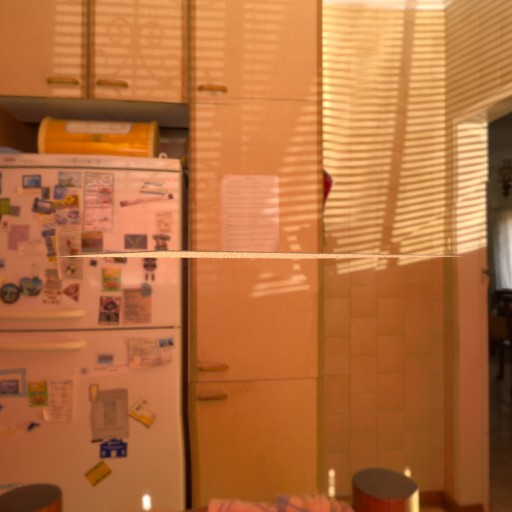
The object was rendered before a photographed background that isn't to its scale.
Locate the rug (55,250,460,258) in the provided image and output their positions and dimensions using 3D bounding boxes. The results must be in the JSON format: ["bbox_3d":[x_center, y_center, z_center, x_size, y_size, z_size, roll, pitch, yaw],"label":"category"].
[{"bbox_3d":[0.000,0.000,4.183,3.048,0.013,2.438,1,-1,-36],"label":"rug"}]
